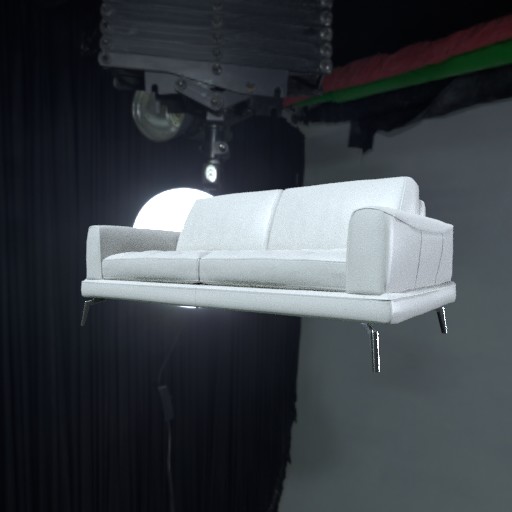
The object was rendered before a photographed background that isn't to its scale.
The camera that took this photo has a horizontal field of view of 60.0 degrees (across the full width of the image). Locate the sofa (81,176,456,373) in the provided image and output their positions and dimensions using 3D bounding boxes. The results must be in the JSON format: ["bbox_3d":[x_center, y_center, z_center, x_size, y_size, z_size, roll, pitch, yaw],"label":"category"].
[{"bbox_3d":[0.000,0.000,2.782,2.177,0.930,1.121,0,0,37],"label":"sofa"}]
